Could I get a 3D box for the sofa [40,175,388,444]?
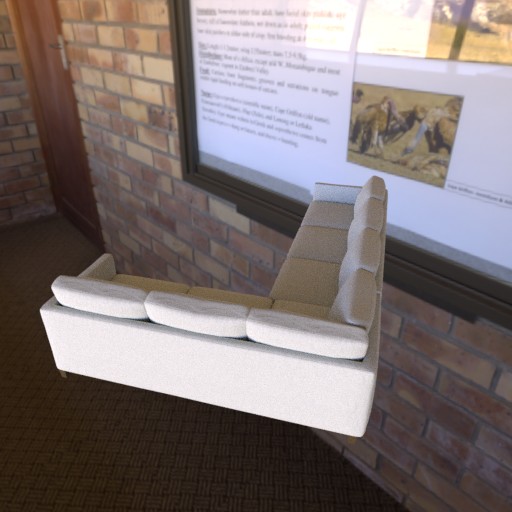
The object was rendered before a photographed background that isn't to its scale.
[{"bbox_3d":[0.000,0.000,4.530,2.522,0.934,3.333,8,30,14],"label":"sofa"}]
